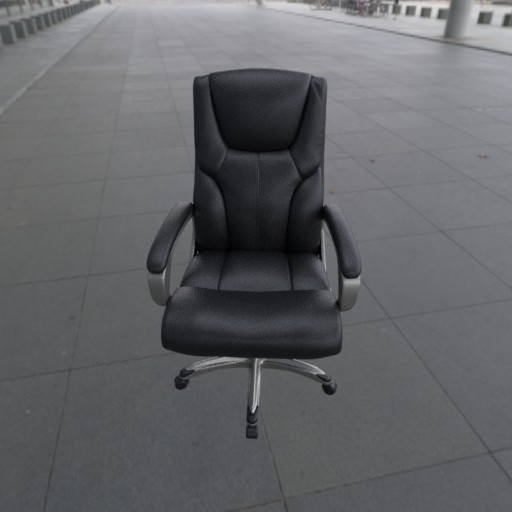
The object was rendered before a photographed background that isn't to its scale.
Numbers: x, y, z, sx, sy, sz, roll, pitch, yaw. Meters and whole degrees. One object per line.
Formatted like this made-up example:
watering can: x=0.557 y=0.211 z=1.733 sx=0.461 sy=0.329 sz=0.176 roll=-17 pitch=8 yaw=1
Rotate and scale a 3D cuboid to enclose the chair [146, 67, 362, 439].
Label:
chair: x=0.000 y=0.000 z=1.580 sx=0.663 sy=1.155 sz=0.739 roll=1 pitch=31 yaw=2
